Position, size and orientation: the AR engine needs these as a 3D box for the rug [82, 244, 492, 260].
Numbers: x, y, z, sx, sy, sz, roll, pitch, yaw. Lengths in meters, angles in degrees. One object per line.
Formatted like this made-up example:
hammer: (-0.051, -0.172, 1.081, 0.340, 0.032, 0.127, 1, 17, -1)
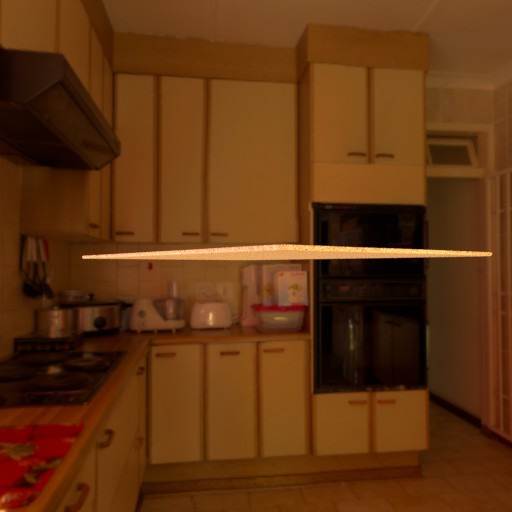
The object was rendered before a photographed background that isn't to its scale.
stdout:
rug: (0.000, 0.000, 3.363, 1.801, 0.024, 2.700, 1, -2, -37)
